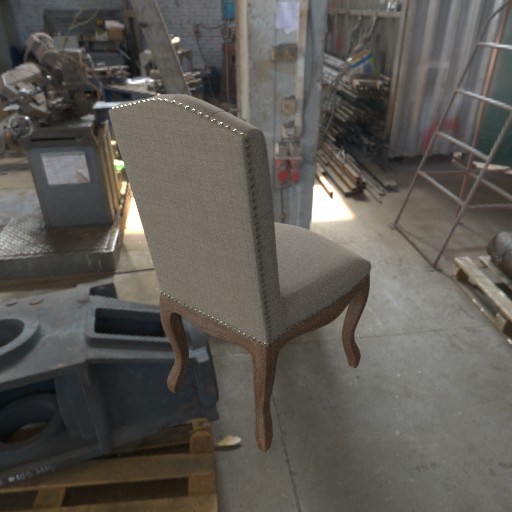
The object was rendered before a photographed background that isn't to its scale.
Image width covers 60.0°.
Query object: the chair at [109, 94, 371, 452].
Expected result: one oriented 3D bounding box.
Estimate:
[{"bbox_3d":[0.000,0.000,1.586,0.637,1.191,0.731,20,36,31],"label":"chair"}]
